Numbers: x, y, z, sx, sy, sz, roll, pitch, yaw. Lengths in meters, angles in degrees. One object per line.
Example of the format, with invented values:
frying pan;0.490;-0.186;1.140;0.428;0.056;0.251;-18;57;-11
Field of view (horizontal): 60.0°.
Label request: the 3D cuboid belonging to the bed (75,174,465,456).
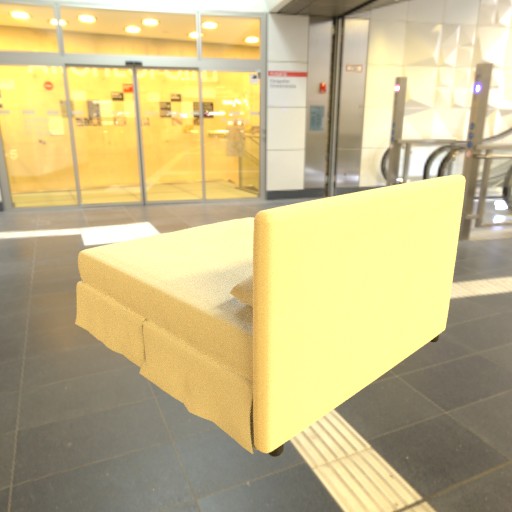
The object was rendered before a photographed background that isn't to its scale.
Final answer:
bed;0.000;0.000;3.511;2.119;1.317;2.341;-15;23;-41
